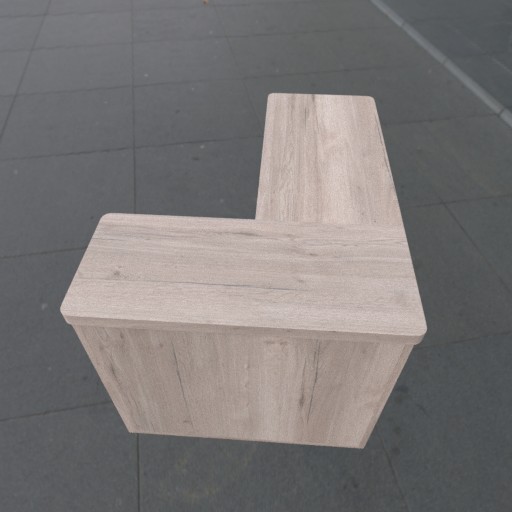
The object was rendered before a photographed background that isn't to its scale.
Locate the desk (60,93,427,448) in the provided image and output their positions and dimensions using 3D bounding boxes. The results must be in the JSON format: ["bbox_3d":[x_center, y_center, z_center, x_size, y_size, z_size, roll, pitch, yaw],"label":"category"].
[{"bbox_3d":[0.000,0.000,1.742,0.900,0.760,1.169,3,47,3],"label":"desk"}]
